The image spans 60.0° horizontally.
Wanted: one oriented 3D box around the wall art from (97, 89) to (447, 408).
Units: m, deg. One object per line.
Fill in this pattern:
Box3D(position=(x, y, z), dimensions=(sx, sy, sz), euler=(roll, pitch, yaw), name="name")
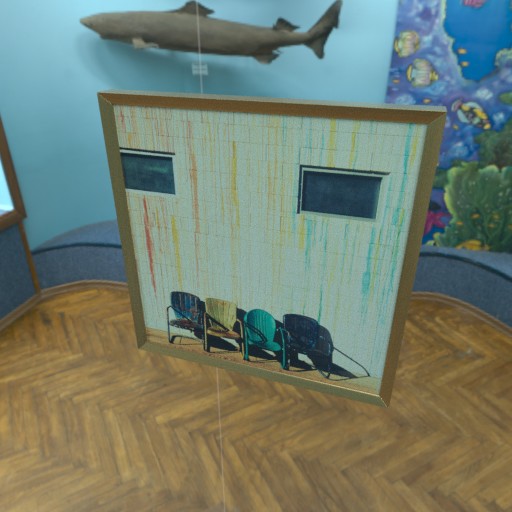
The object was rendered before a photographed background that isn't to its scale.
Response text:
Box3D(position=(0.000, 0.000, 0.746), dimensions=(0.505, 0.505, 0.037), euler=(9, 29, 16), name="wall art")
